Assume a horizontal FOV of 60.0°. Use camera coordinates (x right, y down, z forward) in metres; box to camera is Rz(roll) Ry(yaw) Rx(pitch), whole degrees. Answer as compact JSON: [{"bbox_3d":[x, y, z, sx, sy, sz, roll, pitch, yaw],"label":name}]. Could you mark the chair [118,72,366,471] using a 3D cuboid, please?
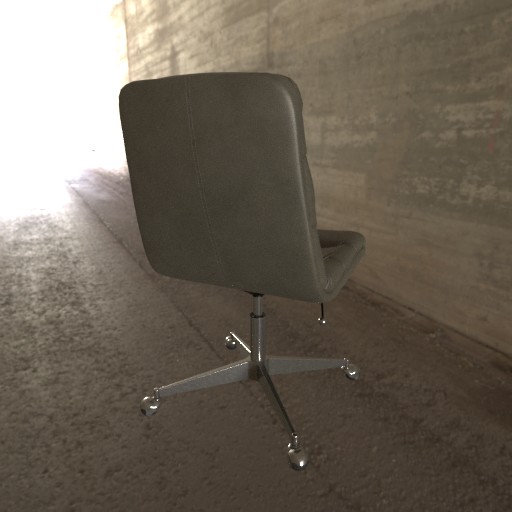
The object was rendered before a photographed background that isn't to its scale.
[{"bbox_3d":[0.000,0.000,1.019,0.422,0.738,0.485,8,17,26],"label":"chair"}]
